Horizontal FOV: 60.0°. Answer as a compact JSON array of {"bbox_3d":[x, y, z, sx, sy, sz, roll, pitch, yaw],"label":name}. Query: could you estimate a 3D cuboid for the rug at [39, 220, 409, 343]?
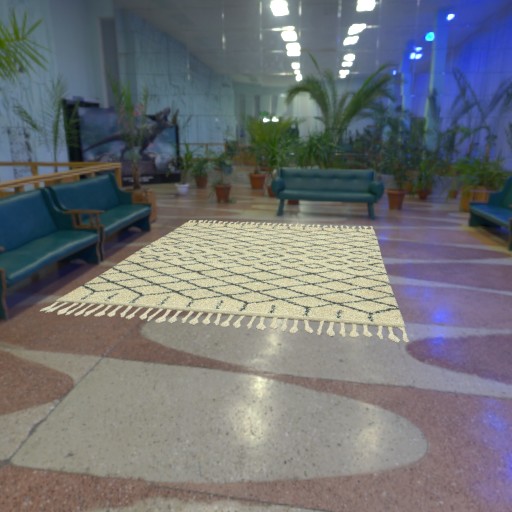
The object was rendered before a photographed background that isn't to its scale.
[{"bbox_3d":[0.000,0.000,4.253,2.388,0.030,3.213,3,16,10],"label":"rug"}]
